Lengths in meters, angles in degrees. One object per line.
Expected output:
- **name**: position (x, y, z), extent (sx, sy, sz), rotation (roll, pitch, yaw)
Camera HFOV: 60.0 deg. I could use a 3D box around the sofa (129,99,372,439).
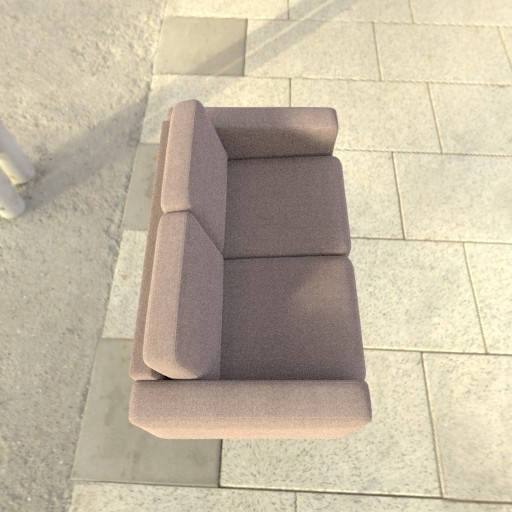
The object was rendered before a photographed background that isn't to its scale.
- **sofa**: position (0.000, 0.000, 2.041), extent (0.900, 0.800, 1.520), rotation (0, 62, 0)
